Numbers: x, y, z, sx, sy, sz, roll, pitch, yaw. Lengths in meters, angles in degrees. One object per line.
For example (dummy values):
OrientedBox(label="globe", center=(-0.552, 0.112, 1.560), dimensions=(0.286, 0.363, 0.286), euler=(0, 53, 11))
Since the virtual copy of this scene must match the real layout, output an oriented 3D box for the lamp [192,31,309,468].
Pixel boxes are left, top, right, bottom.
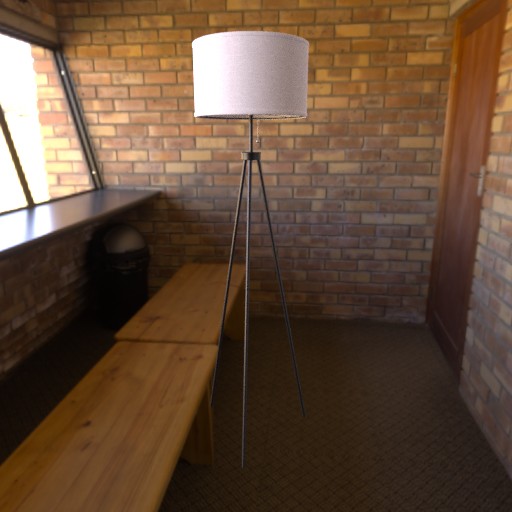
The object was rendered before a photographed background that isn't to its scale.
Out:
OrientedBox(label="lamp", center=(0.000, 0.000, 1.771), dimensions=(0.458, 1.545, 0.448), euler=(-7, 16, -25))
